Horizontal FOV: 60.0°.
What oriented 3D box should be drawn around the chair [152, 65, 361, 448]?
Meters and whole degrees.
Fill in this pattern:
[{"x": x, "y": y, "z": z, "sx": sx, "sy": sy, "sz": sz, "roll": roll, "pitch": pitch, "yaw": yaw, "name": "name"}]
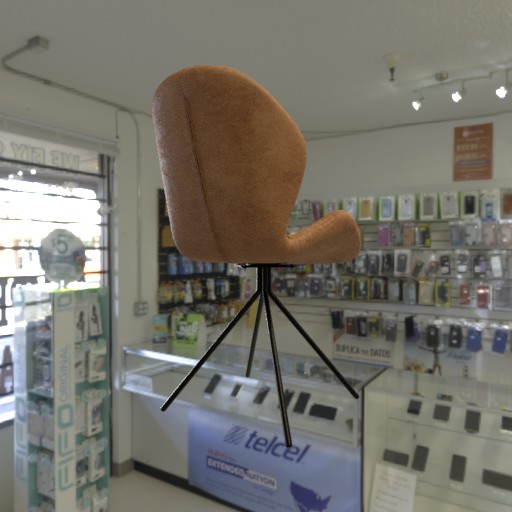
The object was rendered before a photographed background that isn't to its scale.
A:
[{"x": 0.000, "y": 0.000, "z": 1.336, "sx": 0.527, "sy": 0.929, "sz": 0.640, "roll": 0, "pitch": 1, "yaw": 35, "name": "chair"}]
